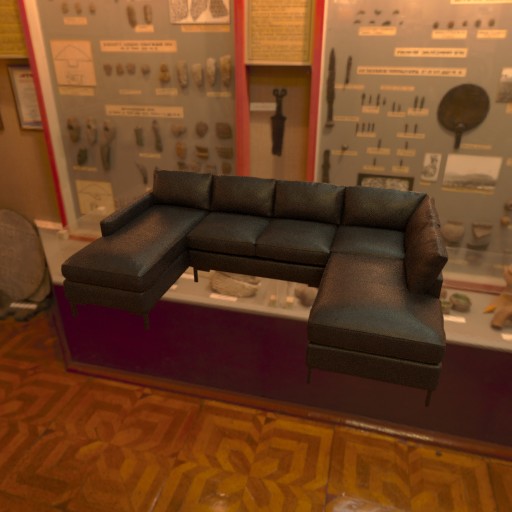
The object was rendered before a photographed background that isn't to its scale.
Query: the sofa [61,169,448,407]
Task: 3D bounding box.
[{"bbox_3d":[0.000,0.000,3.857,2.956,0.900,1.939,8,28,15],"label":"sofa"}]
